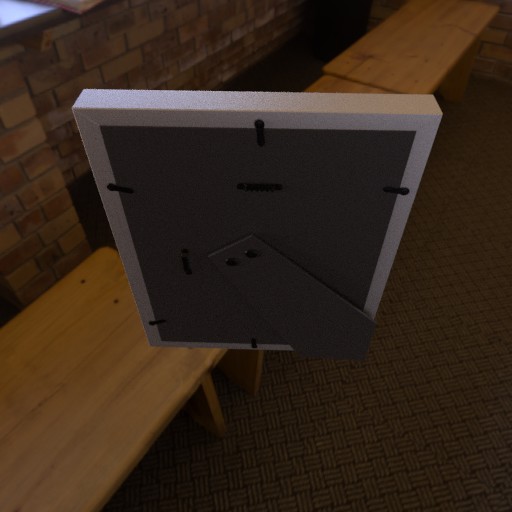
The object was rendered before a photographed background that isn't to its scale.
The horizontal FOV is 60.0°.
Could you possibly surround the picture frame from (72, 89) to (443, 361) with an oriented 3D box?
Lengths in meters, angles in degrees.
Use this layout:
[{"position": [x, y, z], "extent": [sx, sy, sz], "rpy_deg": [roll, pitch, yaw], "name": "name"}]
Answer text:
[{"position": [0.000, 0.000, 0.385], "extent": [0.233, 0.282, 0.036], "rpy_deg": [1, 47, 1], "name": "picture frame"}]
